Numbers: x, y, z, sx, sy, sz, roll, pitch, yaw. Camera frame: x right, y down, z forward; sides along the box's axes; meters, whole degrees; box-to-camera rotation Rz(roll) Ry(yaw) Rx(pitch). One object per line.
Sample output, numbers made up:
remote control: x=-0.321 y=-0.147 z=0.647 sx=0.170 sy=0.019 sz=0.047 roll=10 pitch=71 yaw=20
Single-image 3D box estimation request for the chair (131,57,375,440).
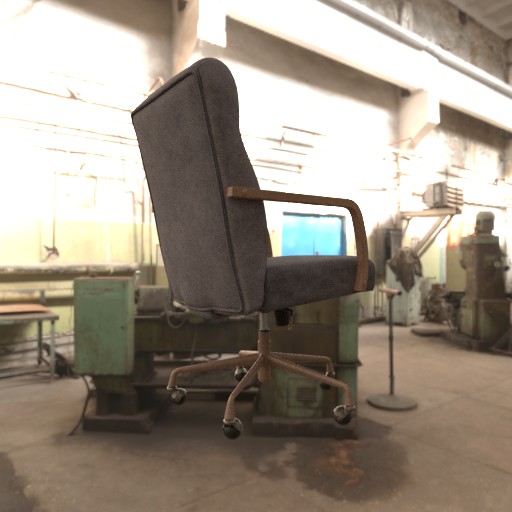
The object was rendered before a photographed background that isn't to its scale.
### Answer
chair: x=0.000 y=0.000 z=1.504 sx=0.741 sy=1.029 sz=0.640 roll=0 pitch=0 yaw=-35
